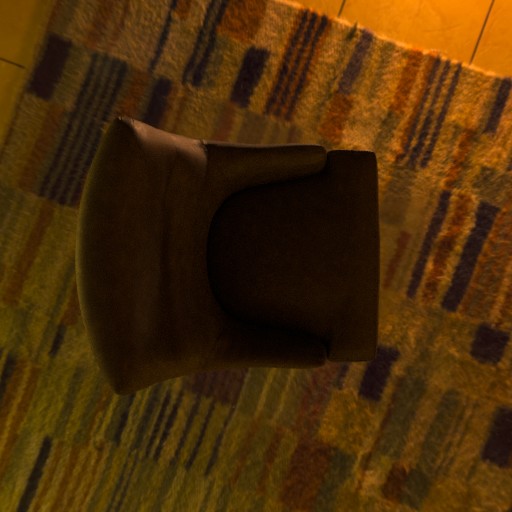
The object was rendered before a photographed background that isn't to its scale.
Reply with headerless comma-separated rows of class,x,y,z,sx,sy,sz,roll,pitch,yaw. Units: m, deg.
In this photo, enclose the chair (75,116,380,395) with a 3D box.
chair,0.000,0.000,1.490,0.874,0.870,0.738,0,90,1
